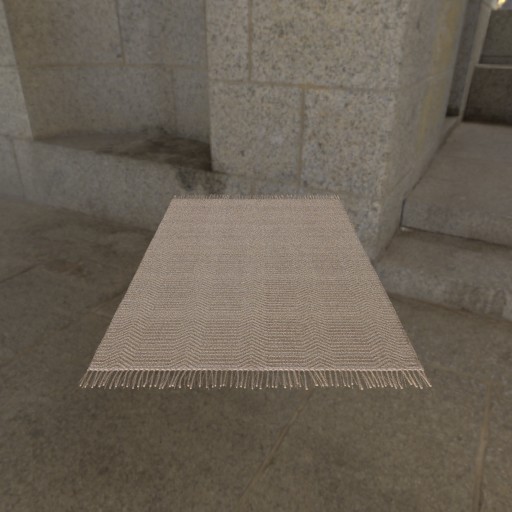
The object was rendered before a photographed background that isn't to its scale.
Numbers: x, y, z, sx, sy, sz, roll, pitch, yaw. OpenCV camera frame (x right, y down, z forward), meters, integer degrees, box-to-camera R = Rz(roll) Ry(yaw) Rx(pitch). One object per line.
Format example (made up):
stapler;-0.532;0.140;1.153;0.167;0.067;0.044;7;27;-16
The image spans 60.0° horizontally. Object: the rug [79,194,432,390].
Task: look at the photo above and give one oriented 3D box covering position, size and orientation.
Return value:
rug;0.000;0.000;3.023;1.528;0.034;2.523;0;27;0
